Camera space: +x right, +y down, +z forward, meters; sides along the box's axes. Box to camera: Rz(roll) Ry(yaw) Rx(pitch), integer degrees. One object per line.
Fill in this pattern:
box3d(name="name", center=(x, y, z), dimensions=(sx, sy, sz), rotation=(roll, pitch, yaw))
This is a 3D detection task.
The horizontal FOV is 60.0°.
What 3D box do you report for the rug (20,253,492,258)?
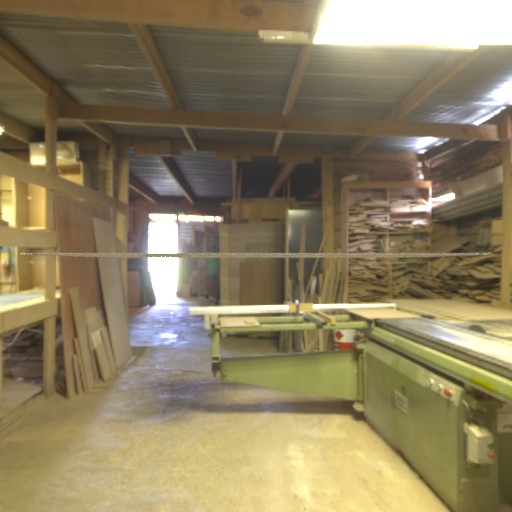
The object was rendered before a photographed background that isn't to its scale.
box3d(name="rug", center=(0.000, 0.000, 3.049), dimensions=(2.438, 0.010, 1.524), rotation=(0, -1, -1))
